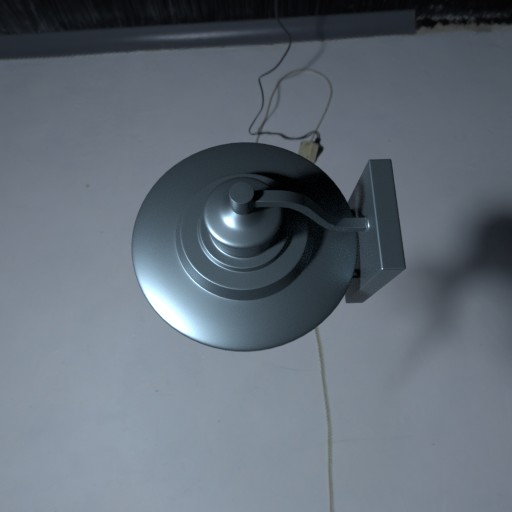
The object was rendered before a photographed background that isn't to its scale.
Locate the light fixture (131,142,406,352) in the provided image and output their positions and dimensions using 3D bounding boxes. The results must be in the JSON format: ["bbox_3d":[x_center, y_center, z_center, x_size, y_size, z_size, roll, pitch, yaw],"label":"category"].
[{"bbox_3d":[0.000,0.000,0.506,0.252,0.345,0.222,-2,73,-1],"label":"light fixture"}]
